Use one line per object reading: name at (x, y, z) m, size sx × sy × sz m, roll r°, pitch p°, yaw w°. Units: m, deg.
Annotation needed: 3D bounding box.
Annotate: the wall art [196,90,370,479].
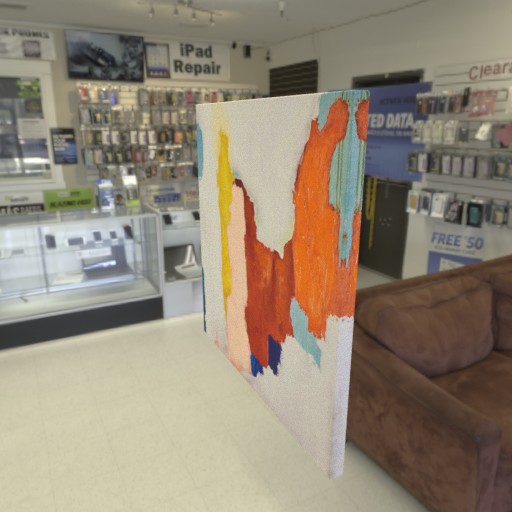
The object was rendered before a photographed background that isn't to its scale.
wall art at (0.000, 0.000, 1.223) m, size 0.037 × 0.814 × 0.814 m, roll -8°, pitch 19°, yaw -25°
